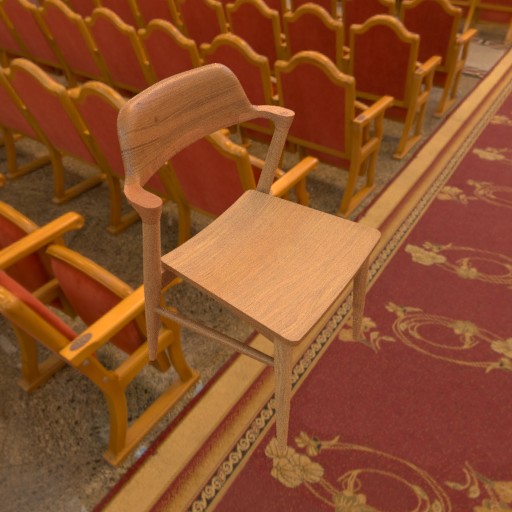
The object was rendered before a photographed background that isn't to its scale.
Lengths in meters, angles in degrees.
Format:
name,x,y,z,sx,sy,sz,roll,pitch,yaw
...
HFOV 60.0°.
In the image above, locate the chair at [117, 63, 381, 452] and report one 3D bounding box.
name,x,y,z,sx,sy,sz,roll,pitch,yaw
chair,0.000,0.000,1.129,0.499,0.792,0.512,26,48,25
